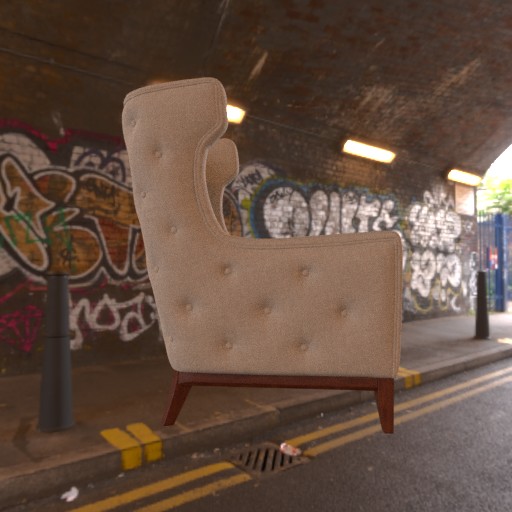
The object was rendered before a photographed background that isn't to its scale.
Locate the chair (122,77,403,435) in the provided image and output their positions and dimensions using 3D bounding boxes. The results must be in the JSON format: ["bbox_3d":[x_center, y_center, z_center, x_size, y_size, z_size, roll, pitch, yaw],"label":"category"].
[{"bbox_3d":[0.000,0.000,1.678,0.899,1.079,0.778,0,-1,1],"label":"chair"}]
